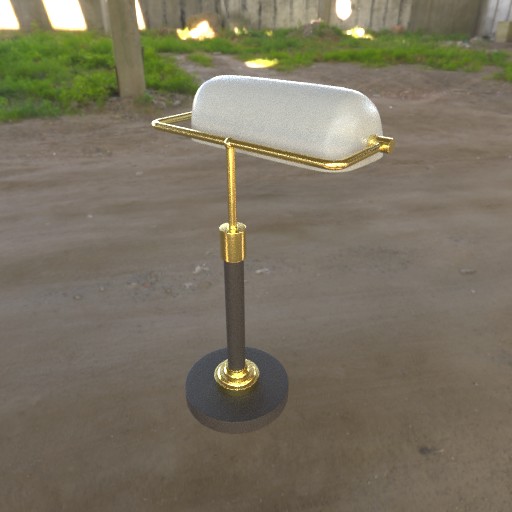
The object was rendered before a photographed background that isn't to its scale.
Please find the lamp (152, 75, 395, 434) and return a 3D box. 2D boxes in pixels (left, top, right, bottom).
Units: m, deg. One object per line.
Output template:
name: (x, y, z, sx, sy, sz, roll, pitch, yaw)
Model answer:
lamp: (0.000, 0.000, 0.556, 0.269, 0.404, 0.227, 22, 36, 34)
